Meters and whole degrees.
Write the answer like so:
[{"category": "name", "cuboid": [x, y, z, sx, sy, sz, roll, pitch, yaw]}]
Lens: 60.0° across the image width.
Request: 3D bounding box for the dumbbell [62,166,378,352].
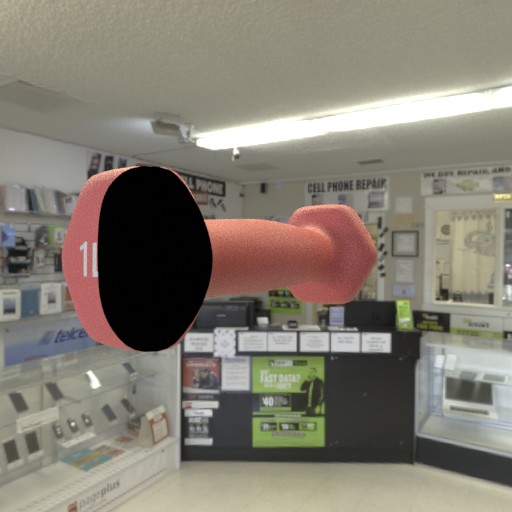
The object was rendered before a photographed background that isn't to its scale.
[{"category": "dumbbell", "cuboid": [0.000, 0.000, 0.150, 0.047, 0.043, 0.123, 1, 1, 34]}]
